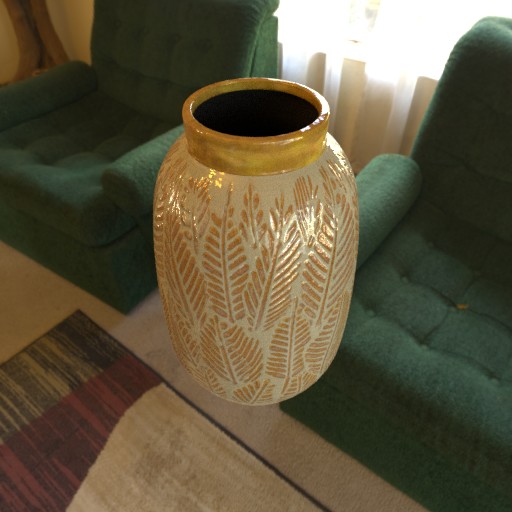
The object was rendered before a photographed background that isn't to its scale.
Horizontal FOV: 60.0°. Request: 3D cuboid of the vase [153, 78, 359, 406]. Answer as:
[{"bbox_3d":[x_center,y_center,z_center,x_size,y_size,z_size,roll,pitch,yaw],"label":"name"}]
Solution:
[{"bbox_3d":[0.000,0.000,0.382,0.172,0.270,0.172,0,43,0],"label":"vase"}]
